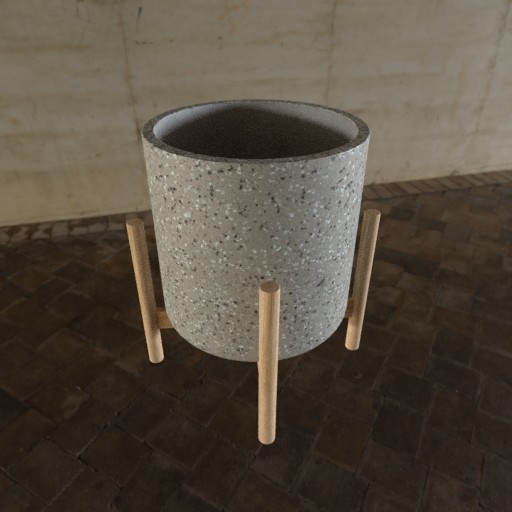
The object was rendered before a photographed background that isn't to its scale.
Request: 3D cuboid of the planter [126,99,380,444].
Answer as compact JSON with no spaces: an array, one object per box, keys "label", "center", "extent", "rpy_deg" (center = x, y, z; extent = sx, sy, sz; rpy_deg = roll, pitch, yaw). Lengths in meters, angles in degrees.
[{"label":"planter","center":[0.000,0.000,0.711],"extent":[0.360,0.419,0.360],"rpy_deg":[9,33,15]}]
